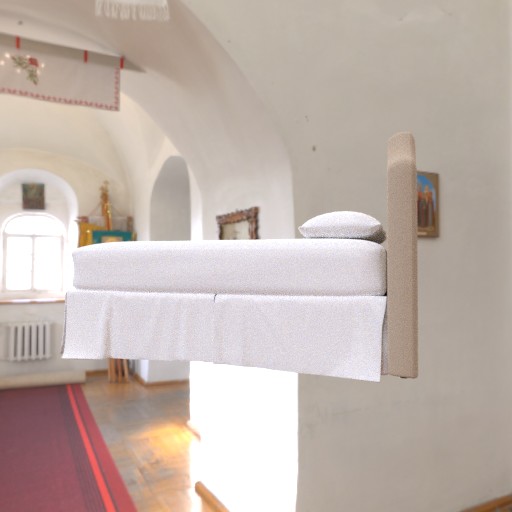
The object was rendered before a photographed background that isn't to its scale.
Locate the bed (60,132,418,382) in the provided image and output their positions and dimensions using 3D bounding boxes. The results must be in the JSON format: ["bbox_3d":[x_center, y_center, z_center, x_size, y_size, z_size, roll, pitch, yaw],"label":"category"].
[{"bbox_3d":[0.000,0.000,3.319,2.204,1.301,1.828,0,-1,18],"label":"bed"}]
